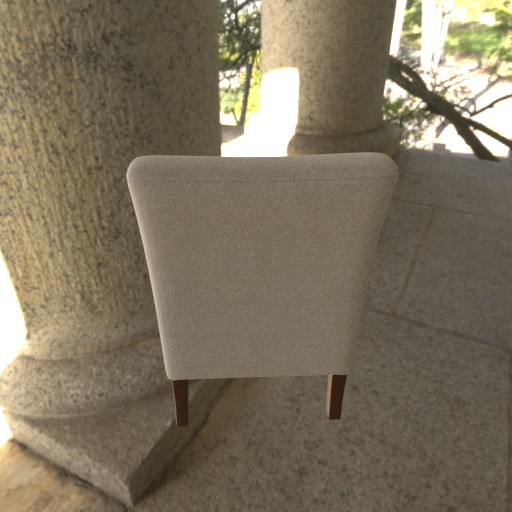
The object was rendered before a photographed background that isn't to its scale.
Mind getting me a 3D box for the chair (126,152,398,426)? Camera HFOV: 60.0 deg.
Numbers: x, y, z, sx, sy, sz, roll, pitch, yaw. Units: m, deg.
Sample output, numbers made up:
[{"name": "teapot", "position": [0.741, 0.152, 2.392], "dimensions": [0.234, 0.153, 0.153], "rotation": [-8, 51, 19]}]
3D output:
[{"name": "chair", "position": [0.000, 0.000, 1.337], "dimensions": [0.521, 0.833, 0.754], "rotation": [-1, 31, -2]}]
